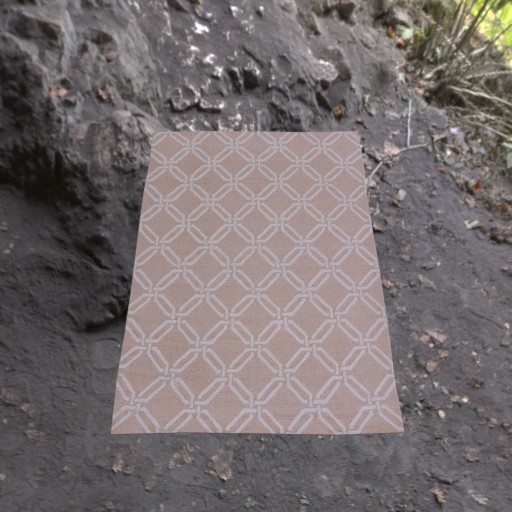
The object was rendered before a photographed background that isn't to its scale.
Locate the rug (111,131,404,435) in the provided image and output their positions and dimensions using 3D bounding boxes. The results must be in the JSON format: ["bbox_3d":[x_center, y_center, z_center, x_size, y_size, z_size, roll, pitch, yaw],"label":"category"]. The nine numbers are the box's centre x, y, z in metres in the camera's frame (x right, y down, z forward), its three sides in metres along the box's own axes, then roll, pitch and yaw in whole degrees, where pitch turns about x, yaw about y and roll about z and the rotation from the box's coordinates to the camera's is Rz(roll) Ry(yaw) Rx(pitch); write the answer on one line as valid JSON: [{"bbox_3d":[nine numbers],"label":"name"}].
[{"bbox_3d":[0.000,0.000,4.452,2.452,0.020,3.365,0,62,0],"label":"rug"}]
